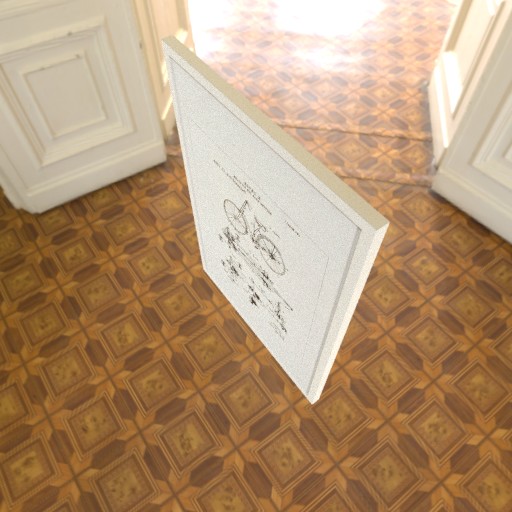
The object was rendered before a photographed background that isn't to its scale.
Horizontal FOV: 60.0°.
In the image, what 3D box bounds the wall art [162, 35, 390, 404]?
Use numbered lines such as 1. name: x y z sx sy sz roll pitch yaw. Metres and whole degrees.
1. wall art: 0.000 0.000 0.616 0.015 0.477 0.332 -32 62 -20
